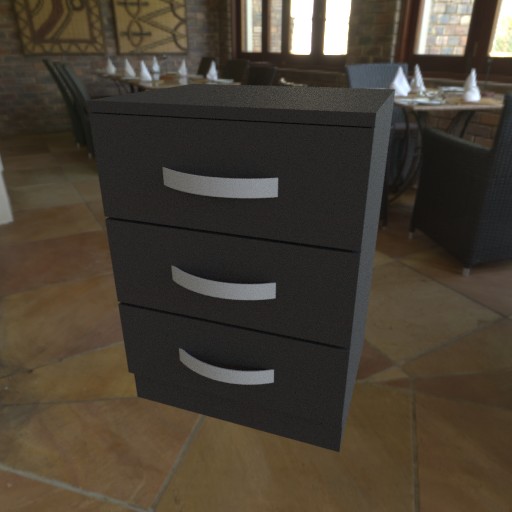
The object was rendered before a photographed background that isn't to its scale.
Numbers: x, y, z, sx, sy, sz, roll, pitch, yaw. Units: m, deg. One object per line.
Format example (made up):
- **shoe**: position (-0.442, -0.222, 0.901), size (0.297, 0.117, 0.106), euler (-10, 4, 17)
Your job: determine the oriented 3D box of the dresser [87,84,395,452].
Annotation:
- **dresser**: position (0.000, 0.000, 0.817), size (0.400, 0.560, 0.360), euler (9, 27, 18)
